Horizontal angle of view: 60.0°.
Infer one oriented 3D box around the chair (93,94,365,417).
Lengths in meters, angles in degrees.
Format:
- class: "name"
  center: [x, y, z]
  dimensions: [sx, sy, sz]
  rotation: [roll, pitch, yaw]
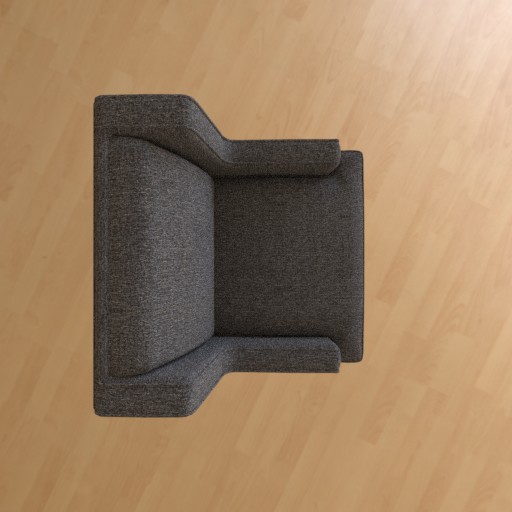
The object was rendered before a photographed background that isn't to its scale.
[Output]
- class: "chair"
  center: [0.000, 0.000, 1.796]
  dimensions: [0.927, 1.082, 0.942]
  rotation: [0, 90, 1]
